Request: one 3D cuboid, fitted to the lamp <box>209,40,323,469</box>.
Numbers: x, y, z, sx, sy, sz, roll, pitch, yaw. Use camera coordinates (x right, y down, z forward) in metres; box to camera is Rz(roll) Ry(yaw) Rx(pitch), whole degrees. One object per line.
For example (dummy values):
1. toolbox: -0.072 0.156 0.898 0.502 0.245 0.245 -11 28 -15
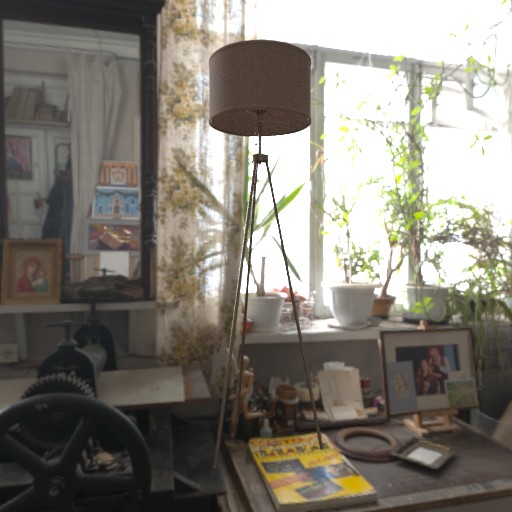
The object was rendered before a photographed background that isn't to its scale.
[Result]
1. lamp: 0.000 0.000 1.772 0.449 1.545 0.460 1 1 37
